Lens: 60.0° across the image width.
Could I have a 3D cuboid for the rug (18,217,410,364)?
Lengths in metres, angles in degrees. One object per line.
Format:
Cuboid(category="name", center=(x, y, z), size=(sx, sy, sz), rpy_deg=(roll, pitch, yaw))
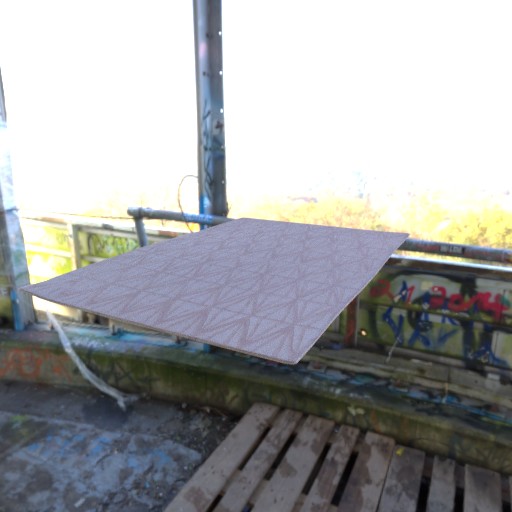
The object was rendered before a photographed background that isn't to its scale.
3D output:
Cuboid(category="rug", center=(0.000, 0.000, 2.290), size=(1.230, 0.025, 1.837), rpy_deg=(8, 18, 27))
